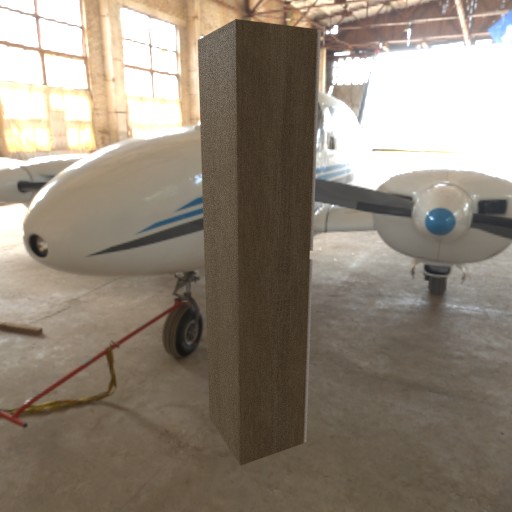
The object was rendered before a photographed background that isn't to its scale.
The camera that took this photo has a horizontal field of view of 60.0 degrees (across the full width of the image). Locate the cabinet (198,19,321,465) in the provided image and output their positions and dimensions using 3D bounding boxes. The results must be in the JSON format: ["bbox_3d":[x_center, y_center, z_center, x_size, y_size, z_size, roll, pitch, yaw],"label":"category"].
[{"bbox_3d":[0.000,0.000,1.539,0.270,1.400,0.300,-8,17,-26],"label":"cabinet"}]
